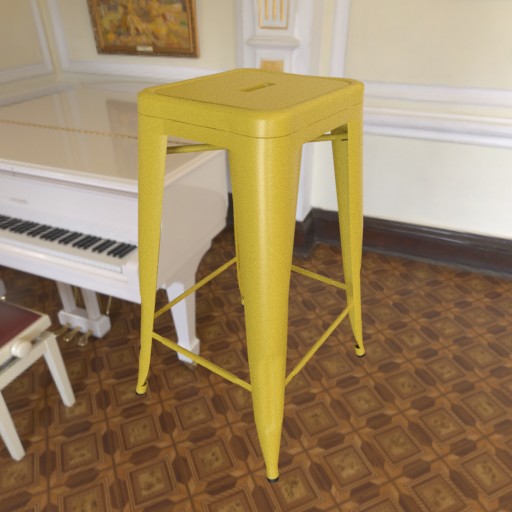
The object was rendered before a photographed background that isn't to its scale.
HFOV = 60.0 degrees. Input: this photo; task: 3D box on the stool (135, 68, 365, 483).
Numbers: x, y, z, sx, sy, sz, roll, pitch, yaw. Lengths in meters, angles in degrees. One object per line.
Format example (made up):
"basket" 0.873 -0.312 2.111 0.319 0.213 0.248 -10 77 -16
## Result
"stool" 0.000 0.000 0.833 0.359 0.609 0.399 20 36 29
